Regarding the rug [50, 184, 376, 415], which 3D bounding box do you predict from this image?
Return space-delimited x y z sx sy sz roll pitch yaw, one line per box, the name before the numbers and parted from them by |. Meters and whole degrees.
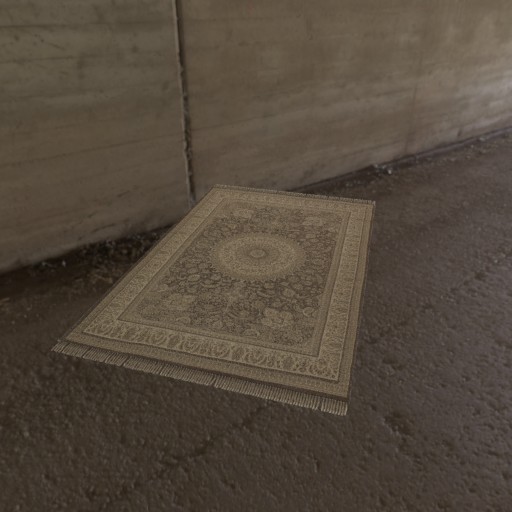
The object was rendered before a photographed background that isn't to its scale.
rug | 0.000 0.000 3.108 1.528 0.010 2.440 8 31 14
